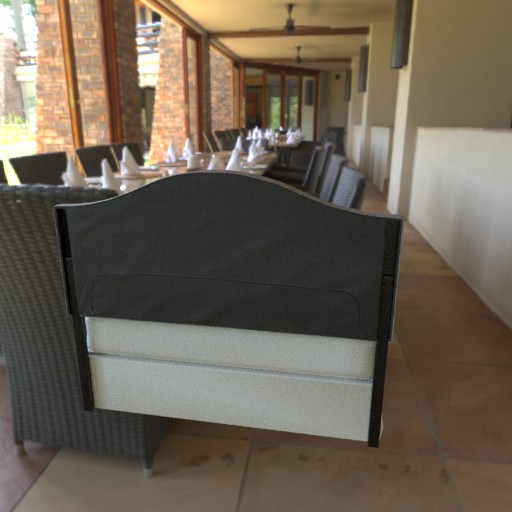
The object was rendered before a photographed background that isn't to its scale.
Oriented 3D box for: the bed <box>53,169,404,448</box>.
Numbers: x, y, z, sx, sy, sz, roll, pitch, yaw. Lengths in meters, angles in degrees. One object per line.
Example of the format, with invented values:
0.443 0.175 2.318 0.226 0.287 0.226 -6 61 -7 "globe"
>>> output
0.000 0.000 2.932 1.610 1.295 1.870 3 17 10 "bed"
